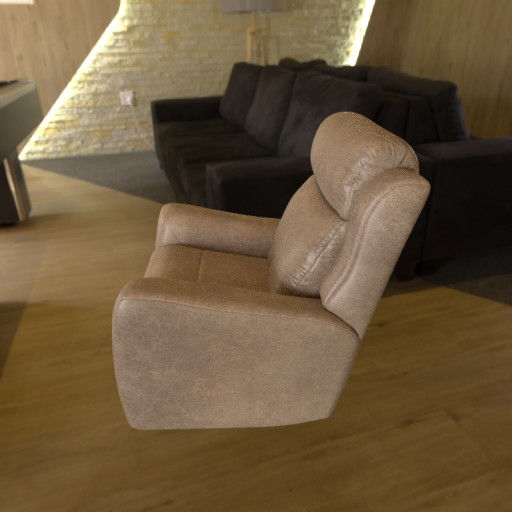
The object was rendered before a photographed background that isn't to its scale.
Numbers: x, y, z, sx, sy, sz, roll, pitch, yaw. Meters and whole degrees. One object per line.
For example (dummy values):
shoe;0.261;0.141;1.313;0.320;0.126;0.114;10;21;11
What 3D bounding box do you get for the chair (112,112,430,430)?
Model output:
chair;0.000;0.000;1.908;1.068;1.116;0.965;-1;26;-1
